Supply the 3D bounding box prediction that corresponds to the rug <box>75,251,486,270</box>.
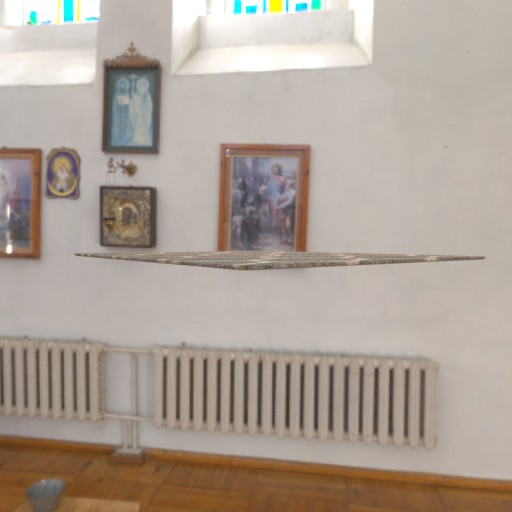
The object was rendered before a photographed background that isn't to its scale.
[{"bbox_3d":[0.000,0.000,4.035,2.399,0.026,3.000,-1,2,-37],"label":"rug"}]
